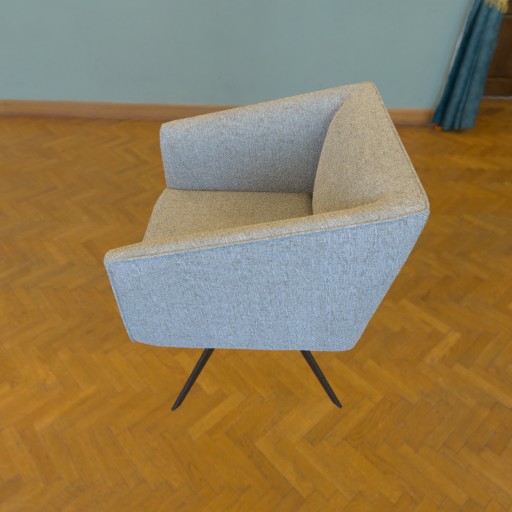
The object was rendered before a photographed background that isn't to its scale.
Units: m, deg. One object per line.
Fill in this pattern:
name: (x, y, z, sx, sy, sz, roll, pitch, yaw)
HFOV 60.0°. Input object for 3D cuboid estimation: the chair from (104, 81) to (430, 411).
chair: (0.000, 0.000, 1.237, 0.623, 0.760, 0.628, 1, 42, 1)
